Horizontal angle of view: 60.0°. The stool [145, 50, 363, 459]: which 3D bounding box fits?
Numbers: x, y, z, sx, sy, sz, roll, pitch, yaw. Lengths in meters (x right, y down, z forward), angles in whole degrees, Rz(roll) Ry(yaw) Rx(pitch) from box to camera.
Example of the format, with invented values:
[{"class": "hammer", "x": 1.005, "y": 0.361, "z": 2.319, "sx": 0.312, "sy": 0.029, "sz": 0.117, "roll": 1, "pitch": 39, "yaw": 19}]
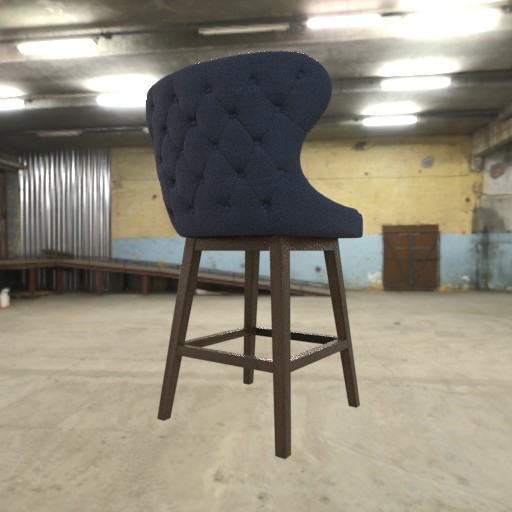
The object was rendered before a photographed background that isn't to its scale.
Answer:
[{"class": "stool", "x": 0.000, "y": 0.000, "z": 1.347, "sx": 0.615, "sy": 0.972, "sz": 0.597, "roll": 0, "pitch": 1, "yaw": 35}]
